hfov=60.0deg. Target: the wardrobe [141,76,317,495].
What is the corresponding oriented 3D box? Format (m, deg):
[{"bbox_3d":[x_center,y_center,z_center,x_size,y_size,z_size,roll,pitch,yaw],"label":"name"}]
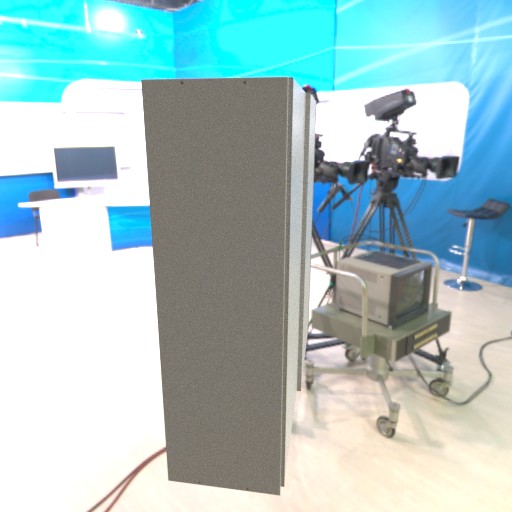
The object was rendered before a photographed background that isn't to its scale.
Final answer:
[{"bbox_3d":[0.000,0.000,2.829,0.629,1.960,1.780,3,17,9],"label":"wardrobe"}]
